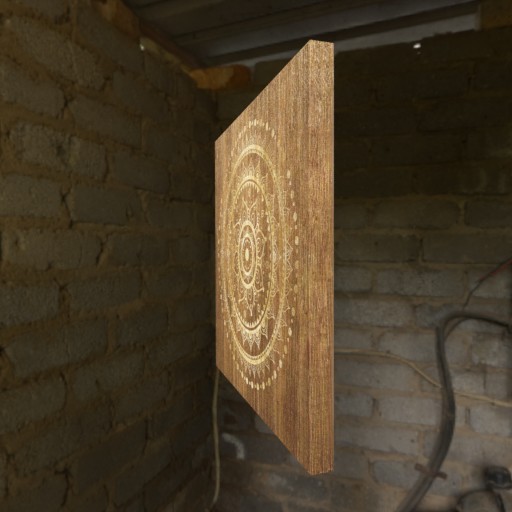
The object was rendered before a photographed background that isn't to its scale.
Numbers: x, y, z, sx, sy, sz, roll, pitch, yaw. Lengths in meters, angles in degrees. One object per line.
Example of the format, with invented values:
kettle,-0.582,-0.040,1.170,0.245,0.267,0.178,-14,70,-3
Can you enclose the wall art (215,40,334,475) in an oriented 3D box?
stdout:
wall art,0.000,0.000,0.907,0.042,0.608,0.611,0,1,-18
